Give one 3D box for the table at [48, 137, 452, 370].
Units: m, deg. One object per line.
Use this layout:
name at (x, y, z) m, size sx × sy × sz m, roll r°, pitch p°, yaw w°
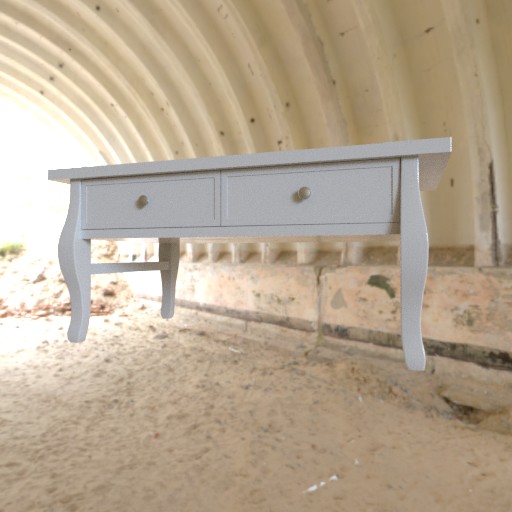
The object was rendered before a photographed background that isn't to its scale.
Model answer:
table at (0.000, 0.000, 1.369) m, size 1.062 × 0.495 × 0.600 m, roll 0°, pitch 0°, yaw 19°
